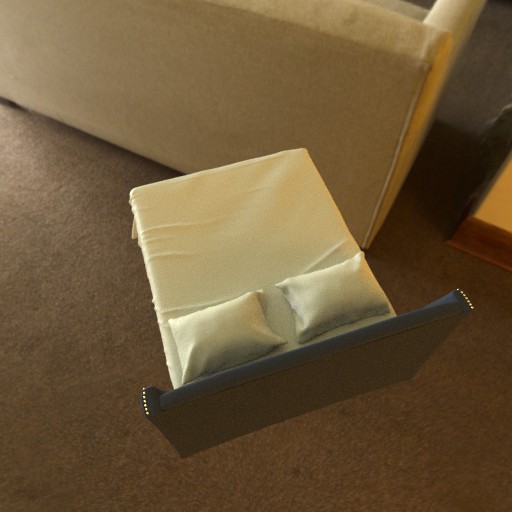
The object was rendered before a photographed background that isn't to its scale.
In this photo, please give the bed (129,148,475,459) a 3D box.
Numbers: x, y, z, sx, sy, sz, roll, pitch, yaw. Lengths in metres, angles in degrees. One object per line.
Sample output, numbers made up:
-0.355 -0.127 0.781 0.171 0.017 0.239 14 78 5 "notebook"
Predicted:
0.000 0.000 3.471 1.925 1.332 2.276 -15 59 -10 "bed"
